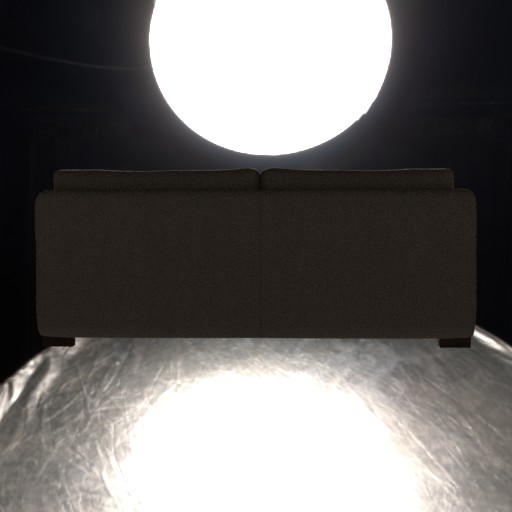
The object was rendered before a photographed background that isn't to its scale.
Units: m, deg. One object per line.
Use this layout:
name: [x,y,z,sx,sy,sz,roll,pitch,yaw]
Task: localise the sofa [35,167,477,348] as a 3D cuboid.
sofa: [0.000,0.000,2.799,2.354,0.980,0.962,0,0,1]
